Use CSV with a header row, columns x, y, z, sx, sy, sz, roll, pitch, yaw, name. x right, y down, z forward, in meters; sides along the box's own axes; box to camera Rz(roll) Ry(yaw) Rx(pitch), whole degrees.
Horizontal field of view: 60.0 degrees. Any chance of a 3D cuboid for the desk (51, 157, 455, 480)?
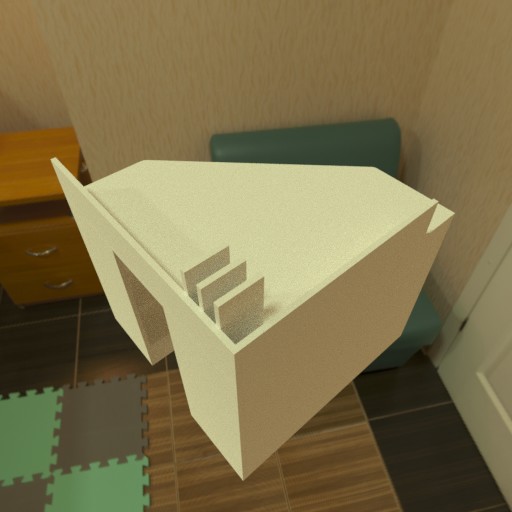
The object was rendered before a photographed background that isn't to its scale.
x,y,z,sx,sy,sz,roll,pitch,yaw,name
0.000,0.000,1.701,0.940,0.986,0.940,-33,55,-26,desk
